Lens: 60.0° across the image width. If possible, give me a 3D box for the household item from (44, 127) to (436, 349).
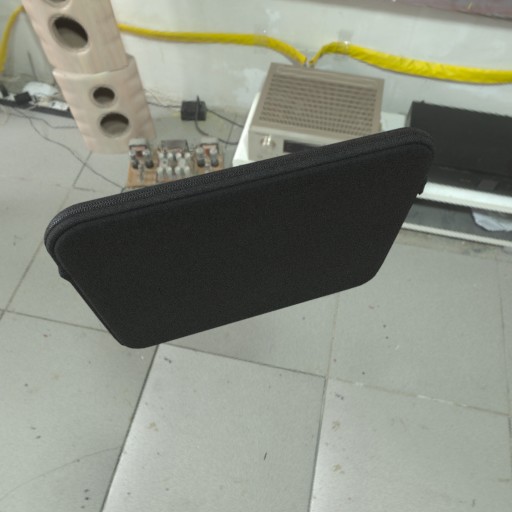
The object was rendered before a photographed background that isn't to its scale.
[{"bbox_3d":[0.000,0.000,0.520,0.396,0.305,0.030,-15,60,-9],"label":"household item"}]
